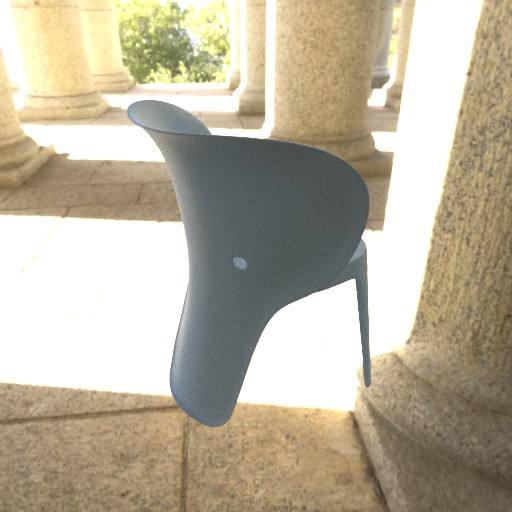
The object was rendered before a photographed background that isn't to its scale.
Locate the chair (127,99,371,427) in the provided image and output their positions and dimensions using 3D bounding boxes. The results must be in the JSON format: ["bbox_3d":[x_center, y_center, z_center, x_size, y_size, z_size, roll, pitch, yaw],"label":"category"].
[{"bbox_3d":[0.000,0.000,0.855,0.402,0.554,0.451,-18,33,-30],"label":"chair"}]
